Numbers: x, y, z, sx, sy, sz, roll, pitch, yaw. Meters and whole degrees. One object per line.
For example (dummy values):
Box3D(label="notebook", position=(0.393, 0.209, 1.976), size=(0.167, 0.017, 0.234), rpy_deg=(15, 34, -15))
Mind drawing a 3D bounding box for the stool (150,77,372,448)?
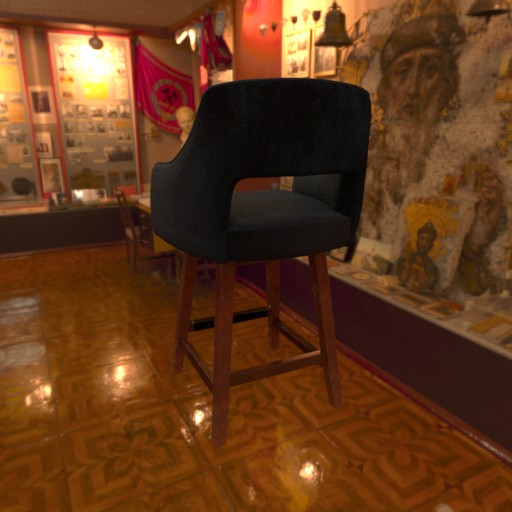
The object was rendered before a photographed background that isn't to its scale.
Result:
Box3D(label="stool", position=(0.000, 0.000, 1.319), size=(0.550, 0.940, 0.560), rpy_deg=(-8, 18, -25))
